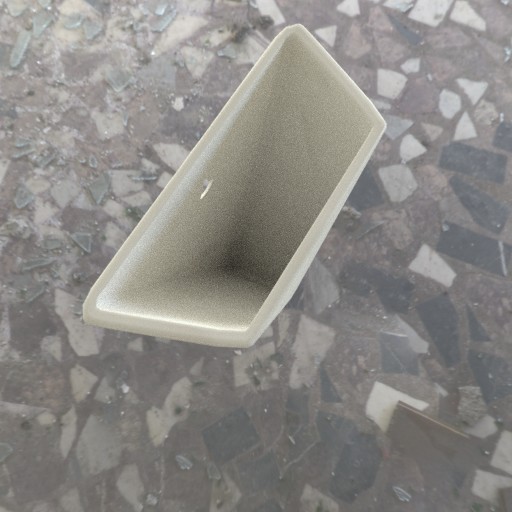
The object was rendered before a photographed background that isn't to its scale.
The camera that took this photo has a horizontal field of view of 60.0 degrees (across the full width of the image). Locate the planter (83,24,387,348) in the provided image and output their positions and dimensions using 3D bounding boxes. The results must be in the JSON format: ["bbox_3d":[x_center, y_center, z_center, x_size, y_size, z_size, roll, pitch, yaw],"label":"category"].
[{"bbox_3d":[0.000,0.000,0.264,0.060,0.197,0.150,31,77,8],"label":"planter"}]
